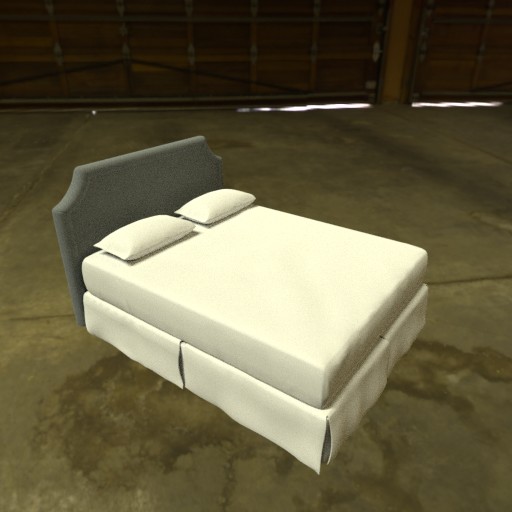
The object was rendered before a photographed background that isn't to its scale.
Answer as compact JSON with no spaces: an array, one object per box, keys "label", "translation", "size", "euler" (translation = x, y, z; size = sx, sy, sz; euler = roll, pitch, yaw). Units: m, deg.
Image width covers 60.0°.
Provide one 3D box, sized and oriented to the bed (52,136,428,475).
[{"label":"bed","translation":[0.000,0.000,3.335],"size":[2.259,1.296,1.811],"euler":[18,32,32]}]
